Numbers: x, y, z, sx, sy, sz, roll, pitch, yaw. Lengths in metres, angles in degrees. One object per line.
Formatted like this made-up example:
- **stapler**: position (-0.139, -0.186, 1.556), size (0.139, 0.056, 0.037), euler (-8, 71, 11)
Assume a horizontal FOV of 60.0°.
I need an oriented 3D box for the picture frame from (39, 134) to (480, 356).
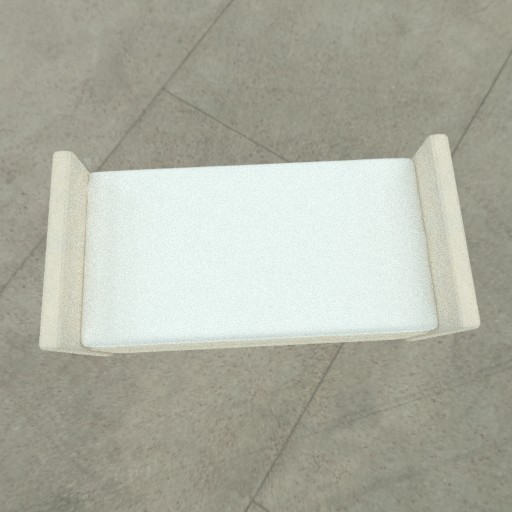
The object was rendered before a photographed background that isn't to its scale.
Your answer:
- **picture frame**: position (0.000, 0.000, 2.711), size (2.161, 0.891, 1.069), euler (-3, 75, -1)
